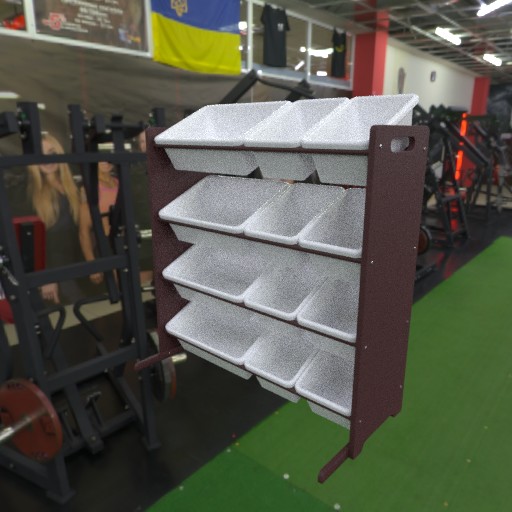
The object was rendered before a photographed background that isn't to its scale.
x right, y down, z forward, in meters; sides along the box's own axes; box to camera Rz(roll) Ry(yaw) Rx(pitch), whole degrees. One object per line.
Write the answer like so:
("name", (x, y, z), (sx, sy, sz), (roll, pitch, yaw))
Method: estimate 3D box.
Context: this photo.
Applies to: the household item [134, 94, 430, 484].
("household item", (0.000, 0.000, 1.279), (0.787, 0.864, 0.389), (14, 21, 40))
